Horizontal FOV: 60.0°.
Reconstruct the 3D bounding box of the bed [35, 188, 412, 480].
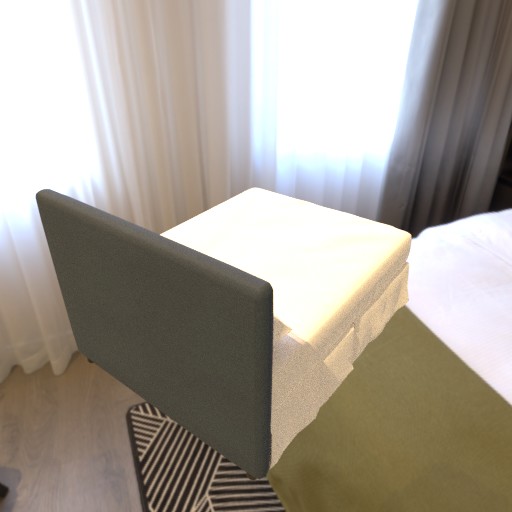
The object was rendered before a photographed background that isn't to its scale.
[{"bbox_3d":[0.000,0.000,3.197,1.713,1.330,2.162,22,37,31],"label":"bed"}]
